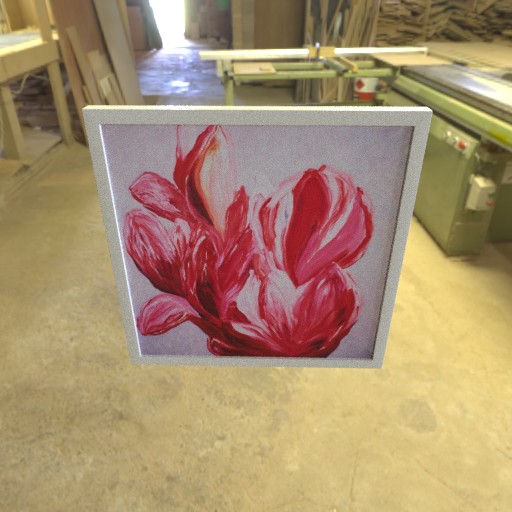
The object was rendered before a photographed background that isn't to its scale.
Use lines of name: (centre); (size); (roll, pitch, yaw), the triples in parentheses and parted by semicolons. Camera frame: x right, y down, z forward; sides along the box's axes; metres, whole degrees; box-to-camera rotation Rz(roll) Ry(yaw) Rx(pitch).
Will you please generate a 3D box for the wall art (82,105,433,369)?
wall art: (0.000, 0.000, 0.700); (0.455, 0.453, 0.023); (1, 31, 1)
